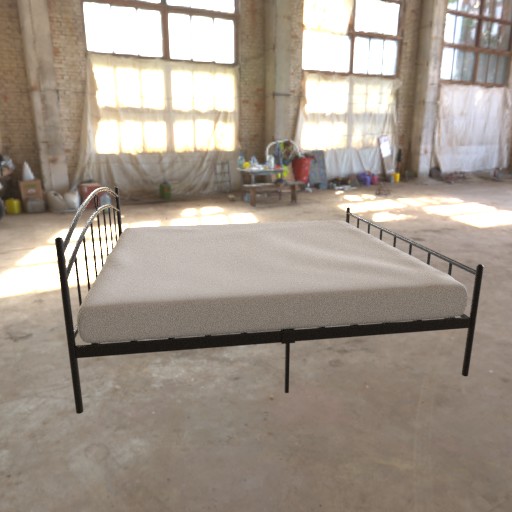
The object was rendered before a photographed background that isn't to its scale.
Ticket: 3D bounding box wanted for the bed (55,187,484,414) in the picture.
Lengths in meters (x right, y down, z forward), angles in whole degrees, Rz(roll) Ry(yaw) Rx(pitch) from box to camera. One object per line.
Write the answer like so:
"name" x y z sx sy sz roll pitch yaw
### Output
"bed" 0.000 0.000 3.018 2.040 0.940 1.880 -3 16 -9
